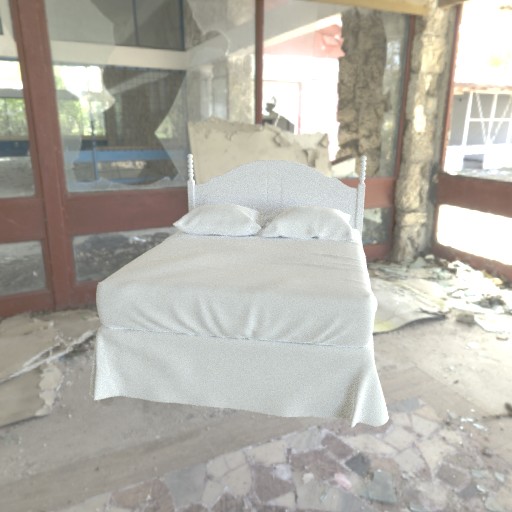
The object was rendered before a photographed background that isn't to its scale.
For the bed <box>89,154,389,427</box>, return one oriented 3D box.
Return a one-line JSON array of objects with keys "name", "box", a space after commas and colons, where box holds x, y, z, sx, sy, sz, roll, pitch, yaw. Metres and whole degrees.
[{"name": "bed", "box": [0.000, 0.000, 3.302, 1.873, 1.356, 2.040, 3, 17, 10]}]
